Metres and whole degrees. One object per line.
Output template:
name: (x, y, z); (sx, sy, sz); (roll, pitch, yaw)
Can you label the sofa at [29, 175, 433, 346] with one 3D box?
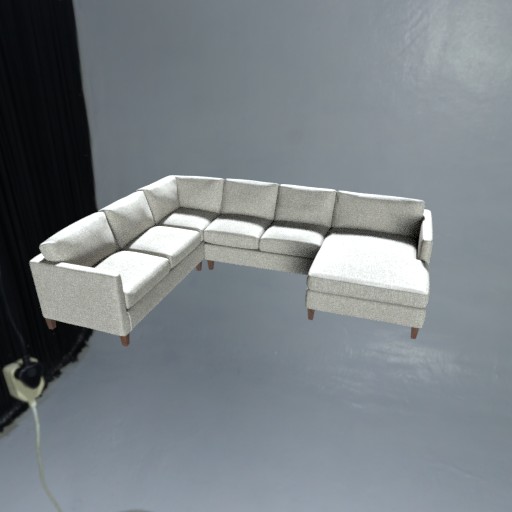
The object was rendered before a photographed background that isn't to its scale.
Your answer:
sofa: (0.000, 0.000, 4.638); (3.460, 0.959, 2.593); (8, 27, 17)
